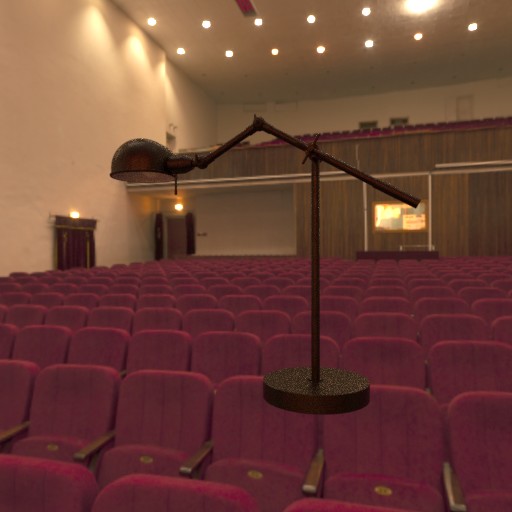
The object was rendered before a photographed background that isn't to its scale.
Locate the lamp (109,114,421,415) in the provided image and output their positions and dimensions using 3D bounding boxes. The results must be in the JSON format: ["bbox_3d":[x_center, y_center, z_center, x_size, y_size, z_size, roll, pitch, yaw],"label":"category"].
[{"bbox_3d":[0.000,0.000,0.814,0.567,0.495,0.185,0,0,17],"label":"lamp"}]
